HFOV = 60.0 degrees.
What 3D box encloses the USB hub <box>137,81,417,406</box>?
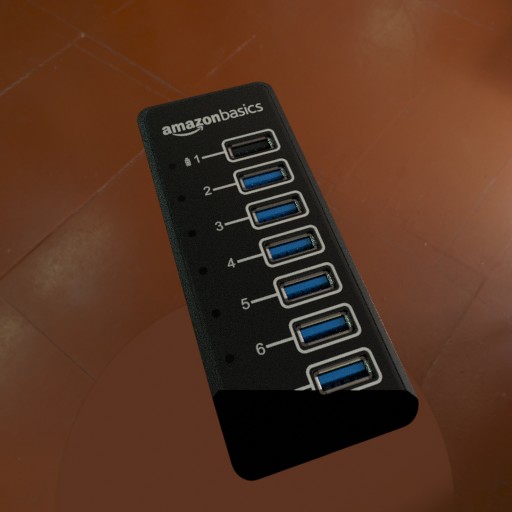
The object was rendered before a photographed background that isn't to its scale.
[{"bbox_3d":[0.000,0.000,0.128,0.044,0.023,0.110,-16,65,-8],"label":"USB hub"}]
